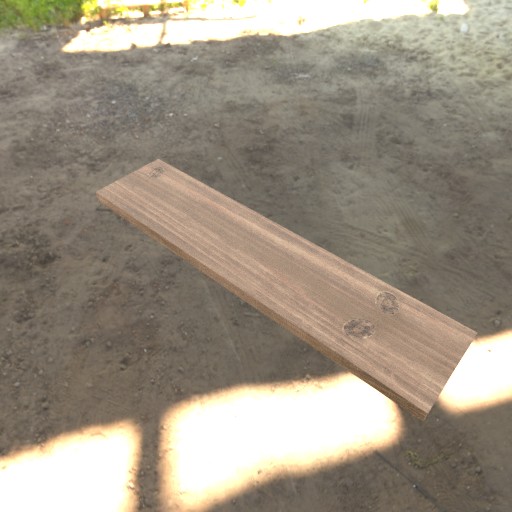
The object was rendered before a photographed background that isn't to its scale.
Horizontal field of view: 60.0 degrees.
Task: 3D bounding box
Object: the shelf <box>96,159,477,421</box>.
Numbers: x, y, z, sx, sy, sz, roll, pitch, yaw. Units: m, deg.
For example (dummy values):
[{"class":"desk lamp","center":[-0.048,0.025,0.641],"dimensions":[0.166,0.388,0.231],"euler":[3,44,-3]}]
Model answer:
[{"class":"shelf","center":[0.000,0.000,0.664],"dimensions":[0.610,0.020,0.140],"euler":[31,52,28]}]
